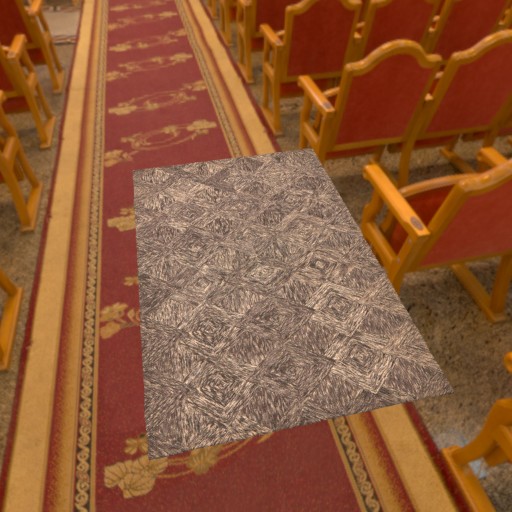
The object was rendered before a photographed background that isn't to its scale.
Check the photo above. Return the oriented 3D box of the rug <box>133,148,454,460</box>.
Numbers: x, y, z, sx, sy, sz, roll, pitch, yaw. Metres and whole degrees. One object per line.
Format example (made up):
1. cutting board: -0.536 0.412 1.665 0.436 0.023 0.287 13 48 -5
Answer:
1. rug: 0.000 0.000 2.258 1.189 0.011 1.808 -9 46 -9
